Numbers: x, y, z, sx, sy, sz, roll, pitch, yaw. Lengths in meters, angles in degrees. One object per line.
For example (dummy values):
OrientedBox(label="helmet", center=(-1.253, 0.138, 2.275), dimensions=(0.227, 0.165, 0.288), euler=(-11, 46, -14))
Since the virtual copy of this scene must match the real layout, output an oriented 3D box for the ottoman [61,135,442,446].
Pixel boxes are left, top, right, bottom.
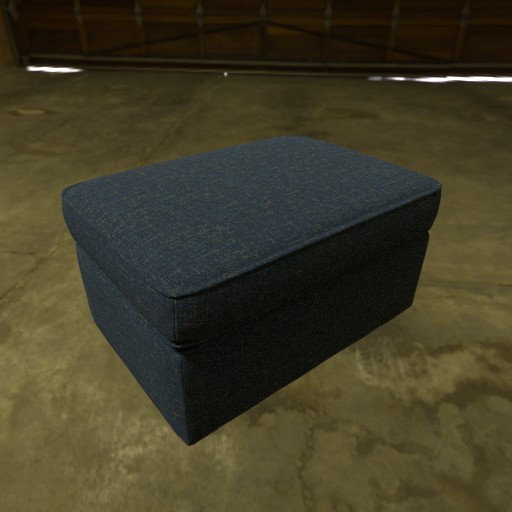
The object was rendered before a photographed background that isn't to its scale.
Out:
OrientedBox(label="ottoman", center=(0.000, 0.000, 1.103), dimensions=(0.749, 0.450, 0.549), euler=(-22, 37, -32))
